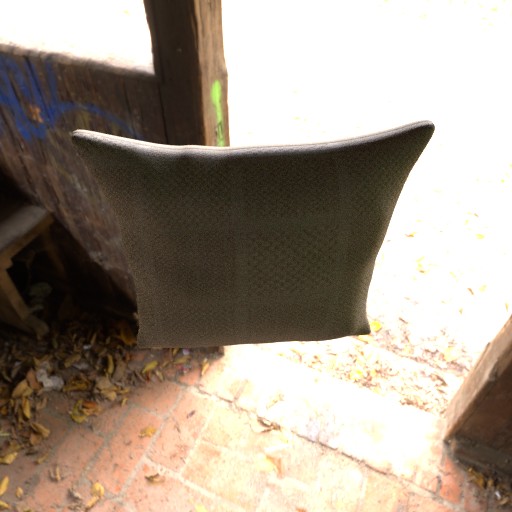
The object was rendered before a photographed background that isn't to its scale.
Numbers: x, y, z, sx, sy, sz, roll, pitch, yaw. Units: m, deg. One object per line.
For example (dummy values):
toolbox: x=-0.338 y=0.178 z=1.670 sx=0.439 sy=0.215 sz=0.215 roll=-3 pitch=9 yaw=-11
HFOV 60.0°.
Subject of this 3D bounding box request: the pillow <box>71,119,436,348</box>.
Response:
pillow: x=0.000 y=0.000 z=0.676 sx=0.436 sy=0.432 sz=0.138 roll=-3 pitch=45 yaw=-3
